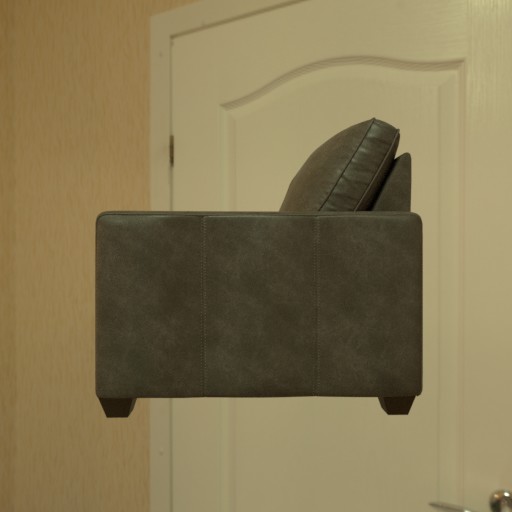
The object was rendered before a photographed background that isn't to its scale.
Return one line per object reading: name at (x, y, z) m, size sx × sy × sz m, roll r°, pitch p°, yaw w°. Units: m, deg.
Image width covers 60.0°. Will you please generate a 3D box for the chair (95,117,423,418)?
chair at (0.000, 0.000, 1.733) m, size 0.939 × 0.916 × 1.006 m, roll 0°, pitch 0°, yaw -2°
